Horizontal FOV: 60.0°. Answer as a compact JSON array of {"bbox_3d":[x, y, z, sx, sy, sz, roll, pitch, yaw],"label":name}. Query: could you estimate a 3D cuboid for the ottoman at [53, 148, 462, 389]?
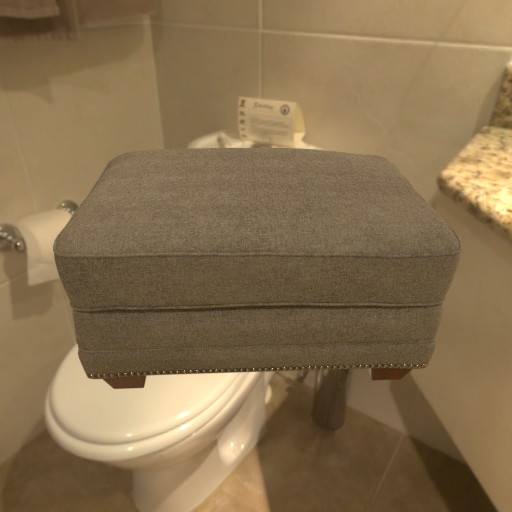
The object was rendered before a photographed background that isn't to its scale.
[{"bbox_3d":[0.000,0.000,1.148,0.813,0.457,0.561,-1,32,-2],"label":"ottoman"}]
